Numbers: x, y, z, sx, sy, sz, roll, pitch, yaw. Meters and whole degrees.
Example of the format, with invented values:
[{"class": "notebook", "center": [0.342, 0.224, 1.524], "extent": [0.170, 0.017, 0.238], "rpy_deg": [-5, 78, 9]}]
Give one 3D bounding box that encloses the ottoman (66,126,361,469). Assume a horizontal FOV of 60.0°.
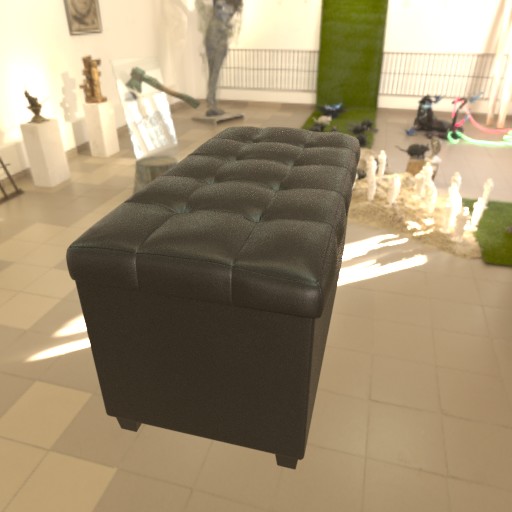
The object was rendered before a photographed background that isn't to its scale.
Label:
[{"class": "ottoman", "center": [0.000, 0.000, 1.105], "extent": [0.432, 0.470, 0.838], "rpy_deg": [7, 30, 13]}]
